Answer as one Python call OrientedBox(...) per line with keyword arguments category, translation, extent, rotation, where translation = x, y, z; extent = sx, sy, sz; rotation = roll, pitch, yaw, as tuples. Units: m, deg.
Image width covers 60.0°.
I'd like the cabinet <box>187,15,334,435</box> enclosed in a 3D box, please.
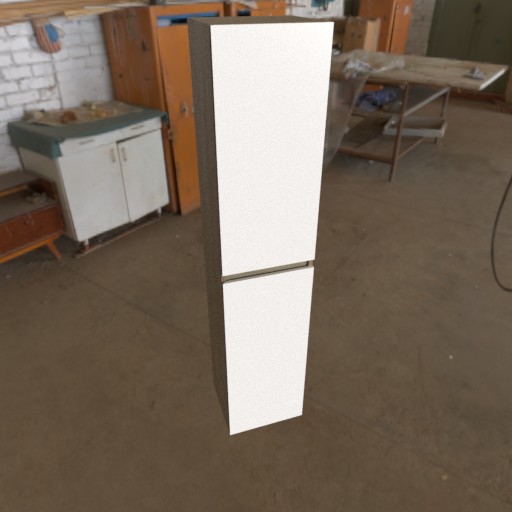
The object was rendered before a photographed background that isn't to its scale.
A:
OrientedBox(category="cabinet", translation=(0.000, 0.000, 1.485), extent=(0.300, 1.400, 0.270), rotation=(-10, 33, -15))
